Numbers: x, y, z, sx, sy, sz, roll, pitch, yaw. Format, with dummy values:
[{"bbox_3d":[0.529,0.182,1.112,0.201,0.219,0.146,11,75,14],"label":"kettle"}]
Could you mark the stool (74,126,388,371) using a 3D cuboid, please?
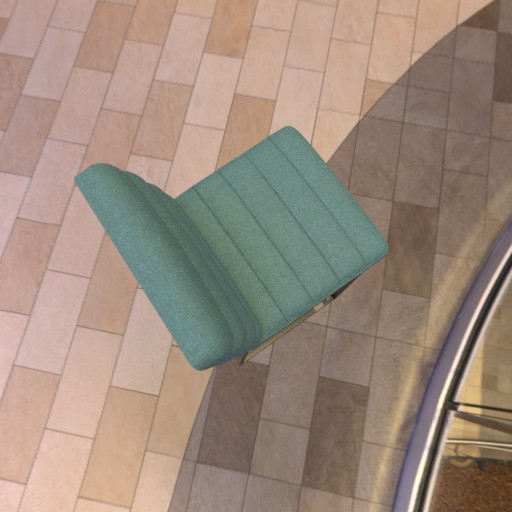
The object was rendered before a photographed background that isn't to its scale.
[{"bbox_3d":[0.000,0.000,1.332,0.560,1.040,0.460,-34,77,-9],"label":"stool"}]
